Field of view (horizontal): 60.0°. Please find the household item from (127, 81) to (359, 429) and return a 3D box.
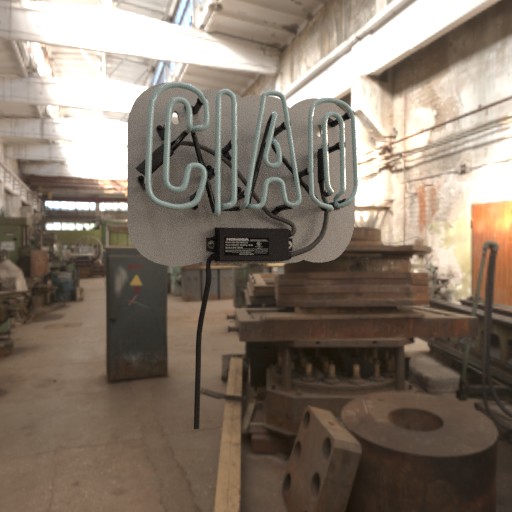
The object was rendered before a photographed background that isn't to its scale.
[{"bbox_3d":[0.000,0.000,0.382,0.211,0.294,0.042,0,1,-18],"label":"household item"}]
